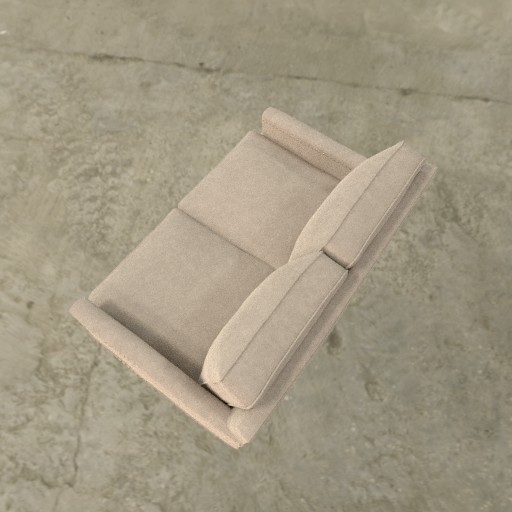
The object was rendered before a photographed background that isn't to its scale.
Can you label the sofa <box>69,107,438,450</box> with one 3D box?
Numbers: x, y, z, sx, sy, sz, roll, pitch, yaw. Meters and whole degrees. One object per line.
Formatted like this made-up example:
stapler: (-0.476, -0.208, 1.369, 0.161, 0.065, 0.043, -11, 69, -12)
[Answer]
sofa: (0.000, 0.000, 2.279, 1.084, 1.002, 1.597, 33, 67, 16)
